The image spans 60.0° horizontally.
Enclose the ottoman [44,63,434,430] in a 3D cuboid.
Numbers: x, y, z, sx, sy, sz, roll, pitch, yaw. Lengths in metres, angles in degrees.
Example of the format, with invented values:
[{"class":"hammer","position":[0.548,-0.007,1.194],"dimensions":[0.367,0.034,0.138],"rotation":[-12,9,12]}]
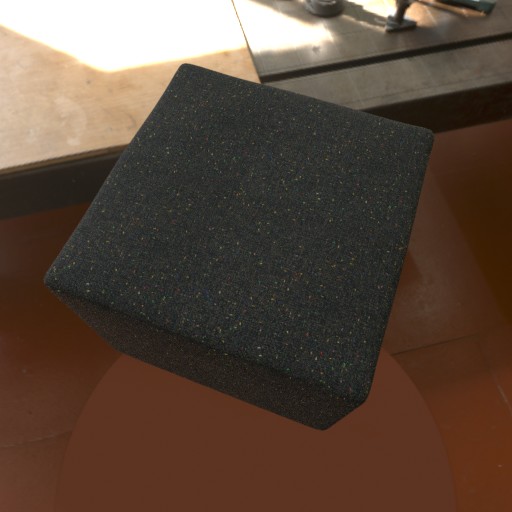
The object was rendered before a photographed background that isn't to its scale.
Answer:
[{"class":"ottoman","position":[0.000,0.000,0.888],"dimensions":[0.508,0.432,0.508],"rotation":[19,65,9]}]
